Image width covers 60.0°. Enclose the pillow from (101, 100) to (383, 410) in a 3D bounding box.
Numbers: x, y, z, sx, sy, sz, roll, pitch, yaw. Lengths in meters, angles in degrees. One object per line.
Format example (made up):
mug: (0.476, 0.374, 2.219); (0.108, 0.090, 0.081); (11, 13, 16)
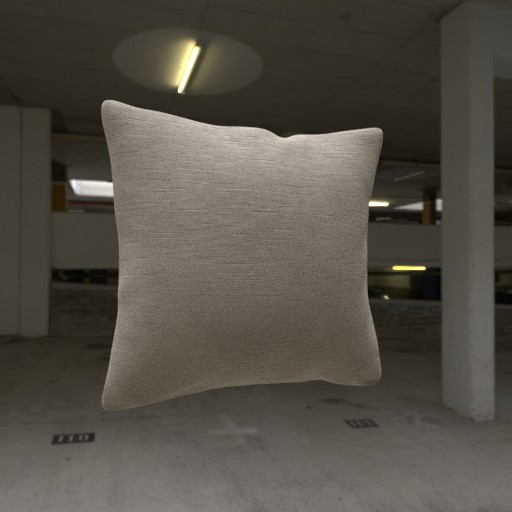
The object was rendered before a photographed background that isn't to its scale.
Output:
pillow: (0.000, 0.000, 0.661); (0.437, 0.420, 0.162); (0, -1, -18)
